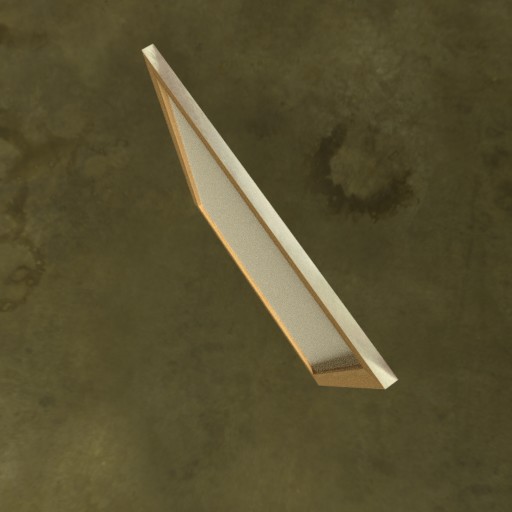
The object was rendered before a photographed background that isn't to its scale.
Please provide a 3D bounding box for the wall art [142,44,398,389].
[{"bbox_3d":[0.000,0.000,1.145,0.027,0.762,0.762,-33,77,-9],"label":"wall art"}]
